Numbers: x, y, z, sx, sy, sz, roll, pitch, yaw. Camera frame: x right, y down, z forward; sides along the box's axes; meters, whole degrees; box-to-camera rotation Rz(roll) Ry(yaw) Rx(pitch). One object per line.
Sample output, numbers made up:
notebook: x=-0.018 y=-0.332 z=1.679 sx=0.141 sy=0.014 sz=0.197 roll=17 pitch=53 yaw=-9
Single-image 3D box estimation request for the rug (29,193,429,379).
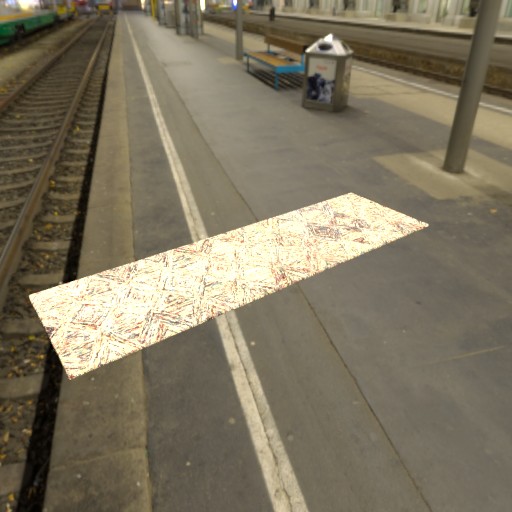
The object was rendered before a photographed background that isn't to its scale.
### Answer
rug: x=0.000 y=0.000 z=2.534 sx=2.292 sy=0.015 sz=0.688 roll=-20 pitch=36 yaw=-31
